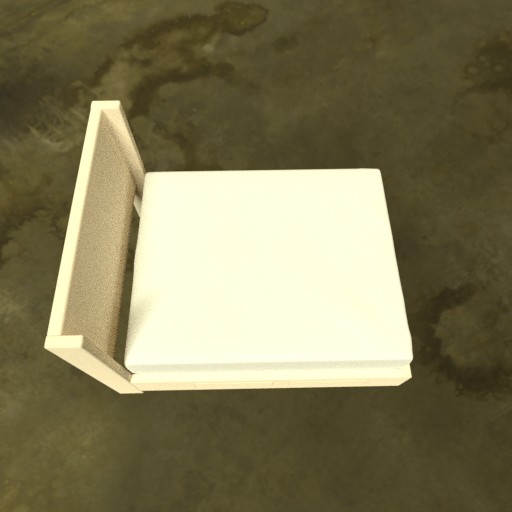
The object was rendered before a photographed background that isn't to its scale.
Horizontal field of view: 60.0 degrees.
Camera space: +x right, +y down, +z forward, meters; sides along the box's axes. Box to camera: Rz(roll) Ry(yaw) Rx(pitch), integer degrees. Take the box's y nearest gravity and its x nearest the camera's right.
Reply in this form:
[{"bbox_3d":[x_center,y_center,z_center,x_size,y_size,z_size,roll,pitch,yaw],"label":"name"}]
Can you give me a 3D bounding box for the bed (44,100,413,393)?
[{"bbox_3d":[0.000,0.000,3.391,2.280,1.471,1.765,-1,64,0],"label":"bed"}]
